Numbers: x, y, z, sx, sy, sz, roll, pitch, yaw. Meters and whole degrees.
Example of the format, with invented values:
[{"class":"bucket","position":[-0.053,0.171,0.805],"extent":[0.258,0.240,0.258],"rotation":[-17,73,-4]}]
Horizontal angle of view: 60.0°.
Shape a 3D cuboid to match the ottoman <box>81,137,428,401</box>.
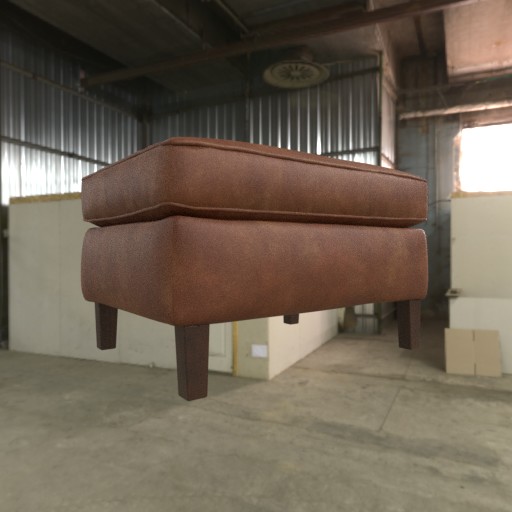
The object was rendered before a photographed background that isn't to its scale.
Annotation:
[{"class":"ottoman","position":[0.000,0.000,0.999],"extent":[0.665,0.418,0.501],"rotation":[-1,1,-36]}]
